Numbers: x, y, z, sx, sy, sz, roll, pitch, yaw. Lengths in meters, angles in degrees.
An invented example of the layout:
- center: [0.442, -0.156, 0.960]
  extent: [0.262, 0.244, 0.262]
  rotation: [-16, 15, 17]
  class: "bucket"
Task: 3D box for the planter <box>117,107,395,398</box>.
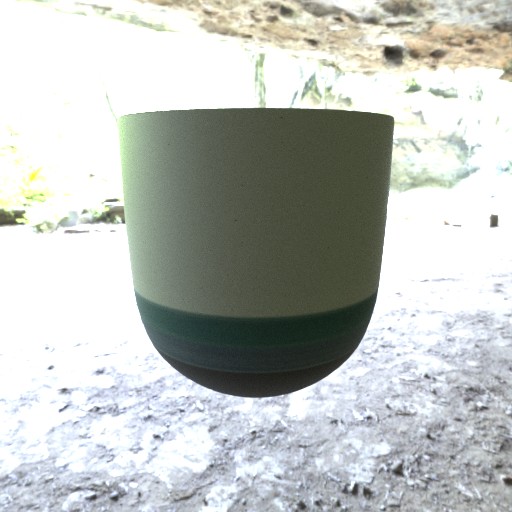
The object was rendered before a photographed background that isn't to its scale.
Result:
- center: [0.000, 0.000, 0.364]
  extent: [0.204, 0.214, 0.204]
  rotation: [0, 13, 0]
  class: "planter"
